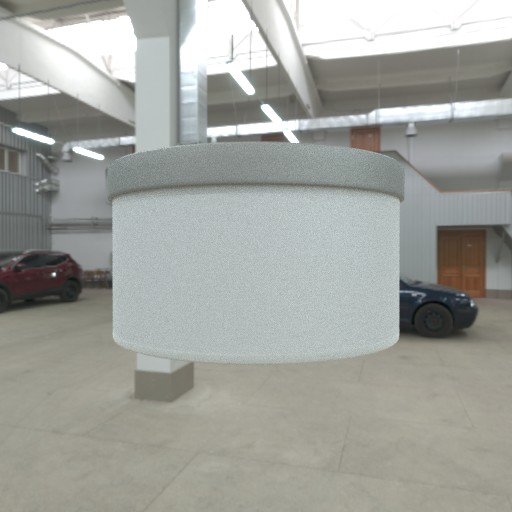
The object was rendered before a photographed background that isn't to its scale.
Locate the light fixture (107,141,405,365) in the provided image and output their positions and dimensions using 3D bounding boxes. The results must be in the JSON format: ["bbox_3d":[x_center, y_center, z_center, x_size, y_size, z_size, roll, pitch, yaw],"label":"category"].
[{"bbox_3d":[0.000,0.000,0.620,0.393,0.229,0.393,0,1,0],"label":"light fixture"}]
